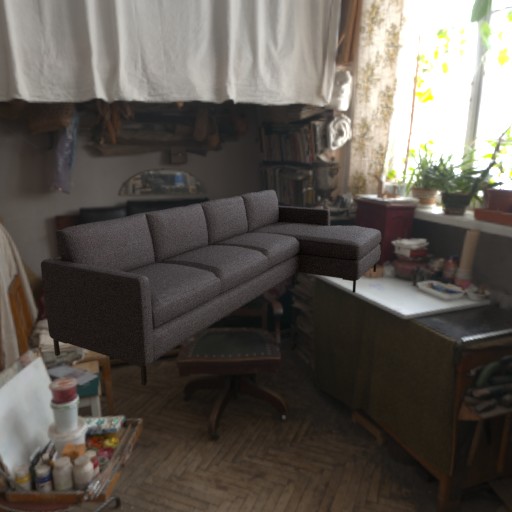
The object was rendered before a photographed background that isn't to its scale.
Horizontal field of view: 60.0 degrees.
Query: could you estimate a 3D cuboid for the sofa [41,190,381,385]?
[{"bbox_3d":[0.000,0.000,3.922,1.483,0.892,3.221,8,16,28],"label":"sofa"}]
